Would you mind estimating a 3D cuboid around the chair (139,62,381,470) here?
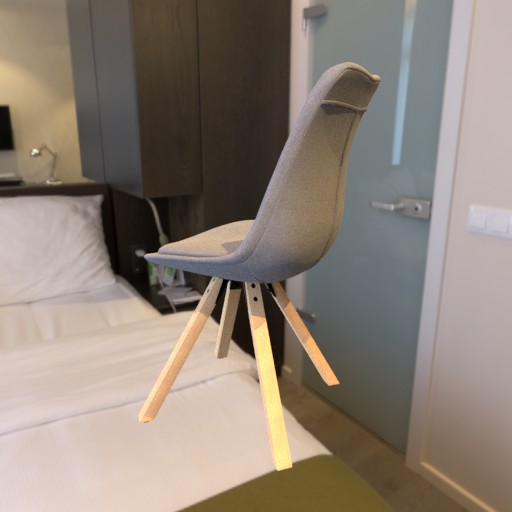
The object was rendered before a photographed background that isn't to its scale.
[{"bbox_3d":[0.000,0.000,1.144,0.549,0.863,0.474,8,17,26],"label":"chair"}]
